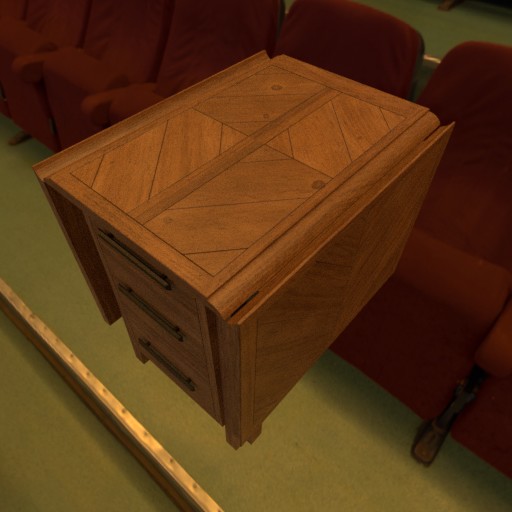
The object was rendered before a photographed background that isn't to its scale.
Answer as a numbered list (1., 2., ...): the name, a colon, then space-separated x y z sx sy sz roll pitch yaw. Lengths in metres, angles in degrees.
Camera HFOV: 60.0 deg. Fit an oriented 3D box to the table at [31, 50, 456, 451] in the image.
1. table: 0.000 0.000 1.258 0.591 0.763 0.746 33 56 26
